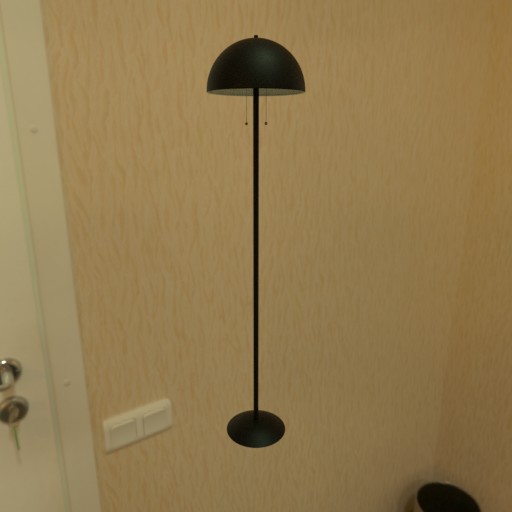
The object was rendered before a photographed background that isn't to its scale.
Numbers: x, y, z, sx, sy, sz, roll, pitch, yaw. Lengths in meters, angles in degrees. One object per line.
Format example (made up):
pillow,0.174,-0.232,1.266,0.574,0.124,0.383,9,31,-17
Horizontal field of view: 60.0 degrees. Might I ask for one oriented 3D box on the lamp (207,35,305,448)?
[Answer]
lamp,0.000,0.000,1.633,0.328,1.480,0.328,8,18,25
